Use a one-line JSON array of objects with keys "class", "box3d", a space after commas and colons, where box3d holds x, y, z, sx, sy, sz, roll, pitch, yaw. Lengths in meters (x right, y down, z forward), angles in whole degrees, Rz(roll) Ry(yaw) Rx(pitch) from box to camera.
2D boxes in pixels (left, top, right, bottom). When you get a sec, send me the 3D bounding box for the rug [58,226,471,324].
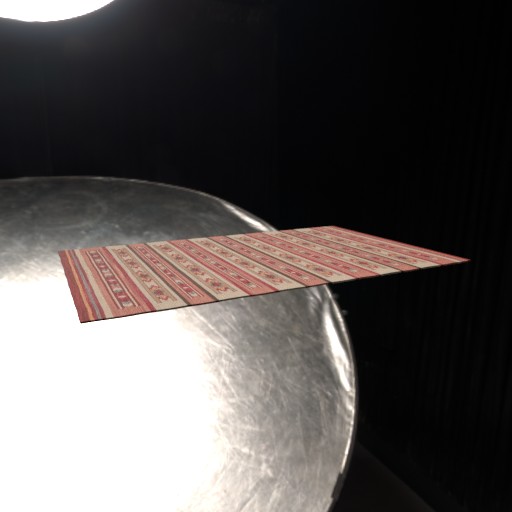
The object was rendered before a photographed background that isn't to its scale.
[{"class": "rug", "box3d": [0.000, 0.000, 3.065, 2.431, 0.010, 1.535, -7, 15, -26]}]
